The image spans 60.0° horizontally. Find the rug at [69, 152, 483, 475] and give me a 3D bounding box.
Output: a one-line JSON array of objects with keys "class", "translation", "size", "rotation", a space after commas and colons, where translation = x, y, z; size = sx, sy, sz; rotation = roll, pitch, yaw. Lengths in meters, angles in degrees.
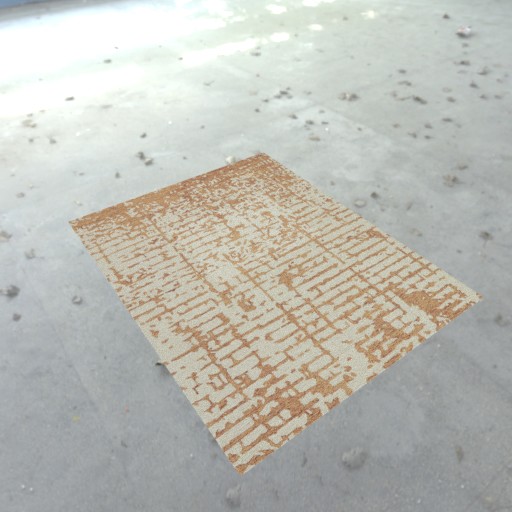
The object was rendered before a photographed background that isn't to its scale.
[{"class": "rug", "translation": [0.000, 0.000, 4.057], "size": [2.441, 0.011, 3.050], "rotation": [-26, 47, -26]}]
